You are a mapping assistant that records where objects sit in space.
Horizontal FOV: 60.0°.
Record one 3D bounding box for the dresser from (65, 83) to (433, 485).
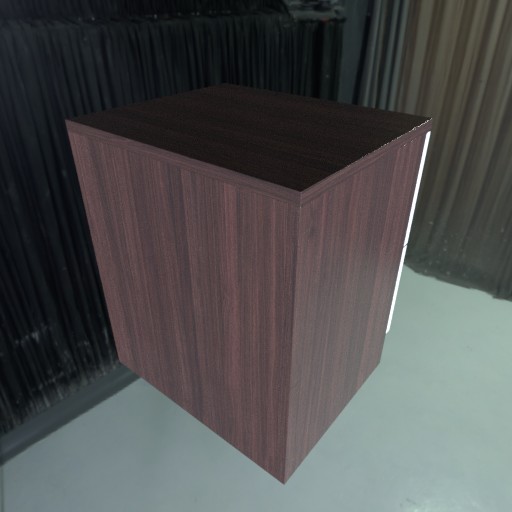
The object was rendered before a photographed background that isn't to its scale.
[{"bbox_3d":[0.000,0.000,0.759,0.400,0.470,0.360,23,39,32],"label":"dresser"}]
